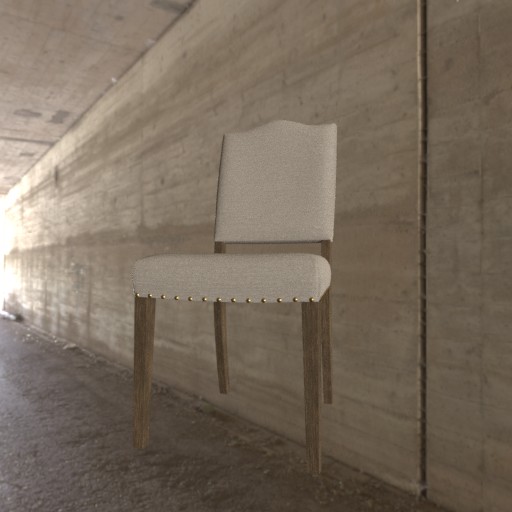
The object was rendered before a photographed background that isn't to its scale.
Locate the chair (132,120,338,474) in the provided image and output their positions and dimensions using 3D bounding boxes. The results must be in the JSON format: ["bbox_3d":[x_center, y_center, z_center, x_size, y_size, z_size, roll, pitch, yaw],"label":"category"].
[{"bbox_3d":[0.000,0.000,1.390,0.508,1.020,0.620,0,-1,17],"label":"chair"}]
